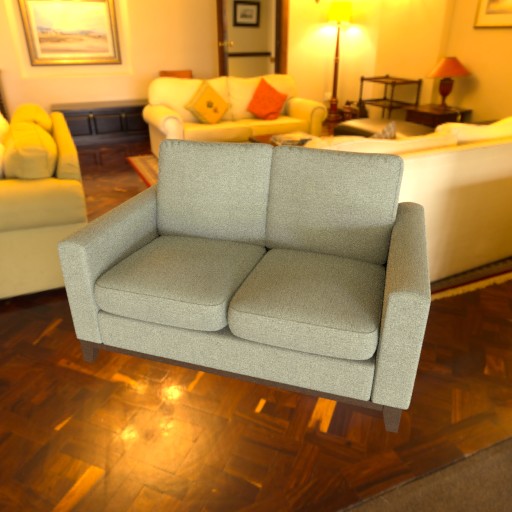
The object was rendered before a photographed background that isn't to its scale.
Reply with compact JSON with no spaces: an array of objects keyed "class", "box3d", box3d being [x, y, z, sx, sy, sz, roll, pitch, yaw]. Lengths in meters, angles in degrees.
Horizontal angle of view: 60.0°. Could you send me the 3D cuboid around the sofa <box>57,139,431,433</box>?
[{"class":"sofa","box3d":[0.000,0.000,2.002,1.420,0.873,0.917,8,28,15]}]
